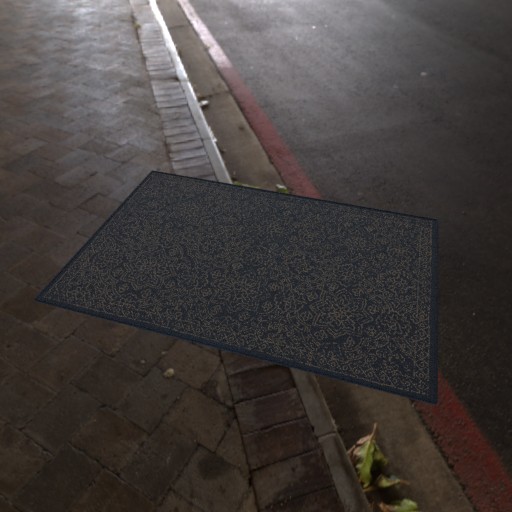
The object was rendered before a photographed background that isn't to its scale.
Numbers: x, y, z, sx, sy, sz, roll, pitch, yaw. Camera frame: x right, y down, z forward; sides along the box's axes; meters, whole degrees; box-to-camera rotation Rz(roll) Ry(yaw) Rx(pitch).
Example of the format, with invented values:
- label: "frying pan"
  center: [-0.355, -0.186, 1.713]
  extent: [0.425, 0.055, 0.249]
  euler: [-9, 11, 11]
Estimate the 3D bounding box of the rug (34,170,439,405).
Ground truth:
- label: "rug"
  center: [0.000, 0.000, 2.325]
  extent: [1.829, 0.010, 1.219]
  euler: [12, 43, 13]
